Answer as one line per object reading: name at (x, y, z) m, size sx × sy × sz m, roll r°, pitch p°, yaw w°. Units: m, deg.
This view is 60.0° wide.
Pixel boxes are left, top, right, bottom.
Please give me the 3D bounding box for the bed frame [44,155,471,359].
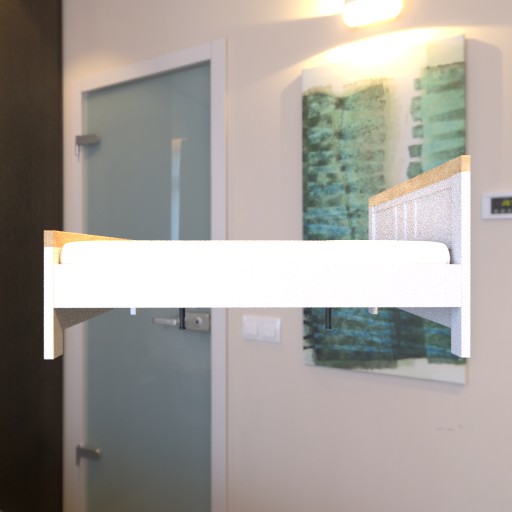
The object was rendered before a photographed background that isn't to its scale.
bed frame at (0.000, 0.000, 2.961) m, size 2.050 × 0.980 × 1.670 m, roll 0°, pitch 0°, yaw -1°
